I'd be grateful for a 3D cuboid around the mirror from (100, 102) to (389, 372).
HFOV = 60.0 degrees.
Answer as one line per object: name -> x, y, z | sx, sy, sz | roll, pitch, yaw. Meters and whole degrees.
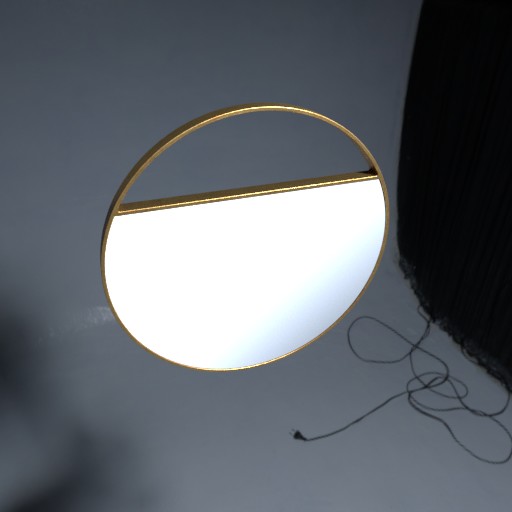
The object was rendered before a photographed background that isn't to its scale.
mirror -> 0.000, 0.000, 0.853 | 0.565, 0.565, 0.032 | -10, 33, -16
